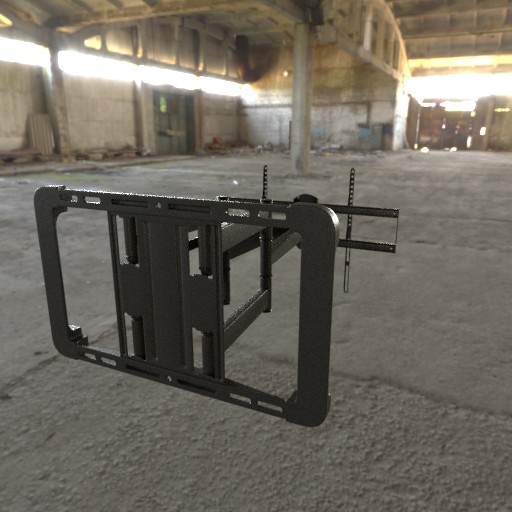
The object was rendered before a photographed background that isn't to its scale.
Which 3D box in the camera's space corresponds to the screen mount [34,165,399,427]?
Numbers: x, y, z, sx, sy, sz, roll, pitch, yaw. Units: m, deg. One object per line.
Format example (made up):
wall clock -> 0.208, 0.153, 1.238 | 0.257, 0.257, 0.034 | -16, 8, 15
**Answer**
screen mount -> 0.000, 0.000, 1.336 | 0.725, 0.483, 0.905 | 7, 17, 25
